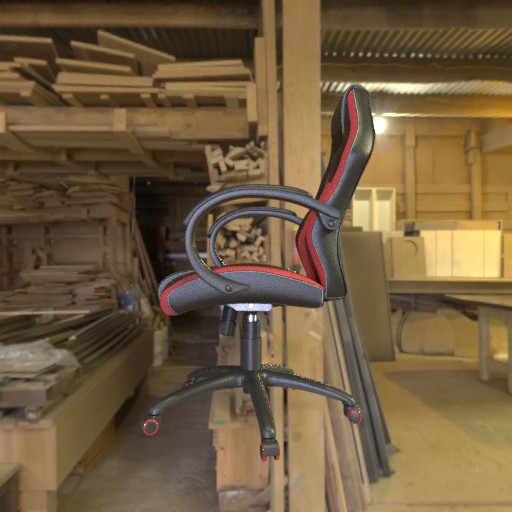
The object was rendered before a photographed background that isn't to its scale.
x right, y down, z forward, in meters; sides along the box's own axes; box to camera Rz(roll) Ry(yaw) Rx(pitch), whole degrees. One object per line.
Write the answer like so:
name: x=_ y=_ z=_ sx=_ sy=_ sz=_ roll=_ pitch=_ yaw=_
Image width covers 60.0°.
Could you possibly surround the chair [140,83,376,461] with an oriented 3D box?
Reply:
chair: x=0.000 y=0.000 z=1.634 sx=0.783 sy=1.189 sz=0.750 roll=0 pitch=0 yaw=1
